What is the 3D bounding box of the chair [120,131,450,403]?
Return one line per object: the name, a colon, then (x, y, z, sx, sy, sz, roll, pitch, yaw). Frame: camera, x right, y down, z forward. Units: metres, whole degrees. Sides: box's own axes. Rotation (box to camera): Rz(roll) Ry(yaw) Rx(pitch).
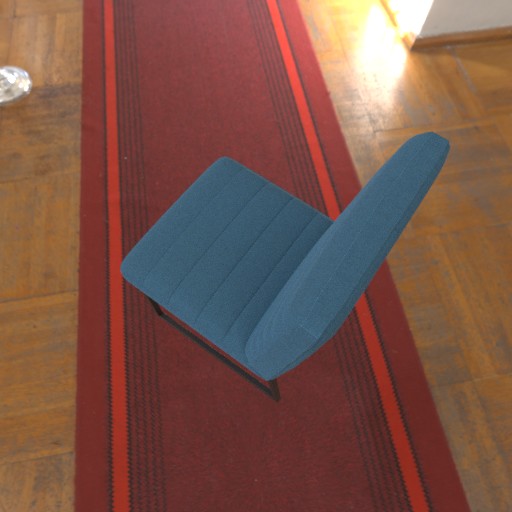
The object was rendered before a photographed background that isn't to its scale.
chair: (0.000, 0.000, 1.275, 0.634, 0.930, 0.520, 32, 68, 15)
